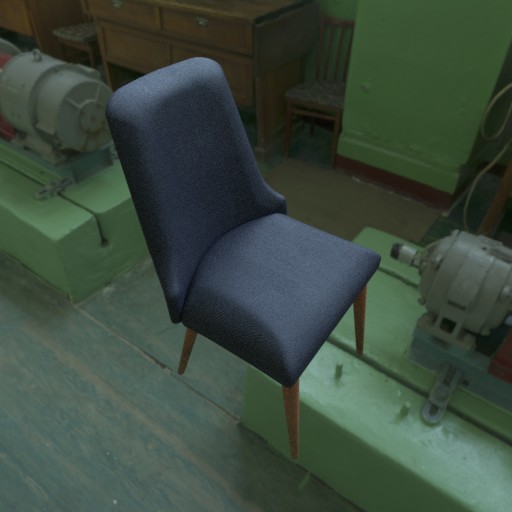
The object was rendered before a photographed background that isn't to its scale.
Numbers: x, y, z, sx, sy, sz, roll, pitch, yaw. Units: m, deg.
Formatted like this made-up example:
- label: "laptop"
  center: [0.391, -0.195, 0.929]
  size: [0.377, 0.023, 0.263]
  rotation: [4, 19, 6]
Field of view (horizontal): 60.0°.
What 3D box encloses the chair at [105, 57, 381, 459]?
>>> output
- label: "chair"
  center: [0.000, 0.000, 1.138]
  size: [0.567, 0.820, 0.504]
  rotation: [25, 48, 25]
